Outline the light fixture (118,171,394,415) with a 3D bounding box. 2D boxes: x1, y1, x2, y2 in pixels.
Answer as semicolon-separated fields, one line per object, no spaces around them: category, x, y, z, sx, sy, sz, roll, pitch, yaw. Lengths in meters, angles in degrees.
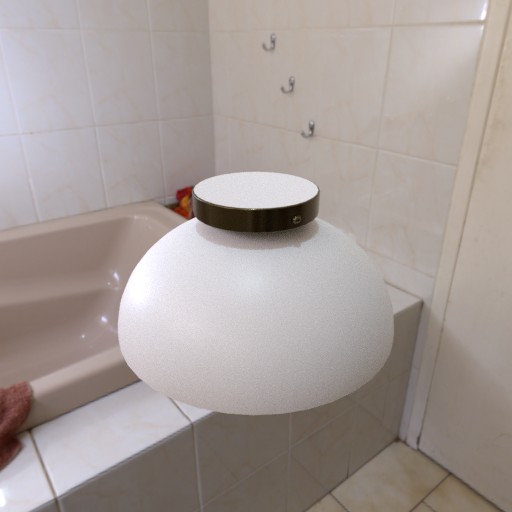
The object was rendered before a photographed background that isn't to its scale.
light fixture;0.000;0.000;0.556;0.355;0.177;0.355;0;26;0
